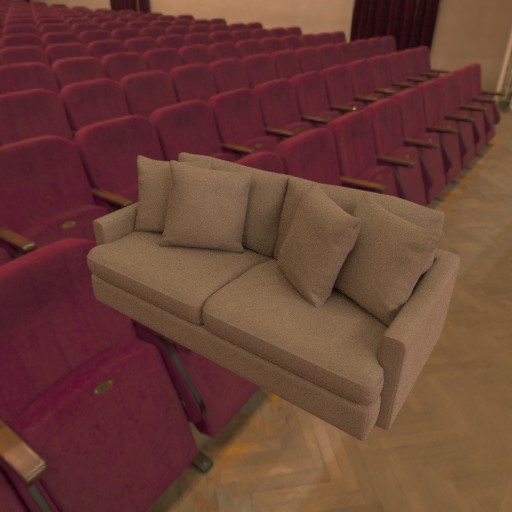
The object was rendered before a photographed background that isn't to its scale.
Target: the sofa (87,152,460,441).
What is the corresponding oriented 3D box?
[{"bbox_3d":[0.000,0.000,3.055,2.380,1.084,1.228,19,35,30],"label":"sofa"}]
